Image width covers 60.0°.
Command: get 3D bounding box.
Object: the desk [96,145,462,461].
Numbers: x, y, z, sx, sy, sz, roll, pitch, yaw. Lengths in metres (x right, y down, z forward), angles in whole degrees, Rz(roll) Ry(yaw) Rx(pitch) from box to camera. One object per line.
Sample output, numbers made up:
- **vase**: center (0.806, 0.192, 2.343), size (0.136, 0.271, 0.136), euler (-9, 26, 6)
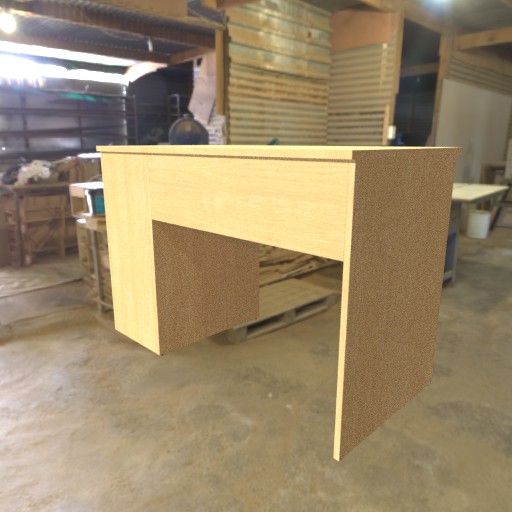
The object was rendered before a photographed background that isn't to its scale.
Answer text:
- **desk**: center (0.000, 0.000, 1.533), size (1.097, 0.735, 0.560), euler (14, 20, 43)
